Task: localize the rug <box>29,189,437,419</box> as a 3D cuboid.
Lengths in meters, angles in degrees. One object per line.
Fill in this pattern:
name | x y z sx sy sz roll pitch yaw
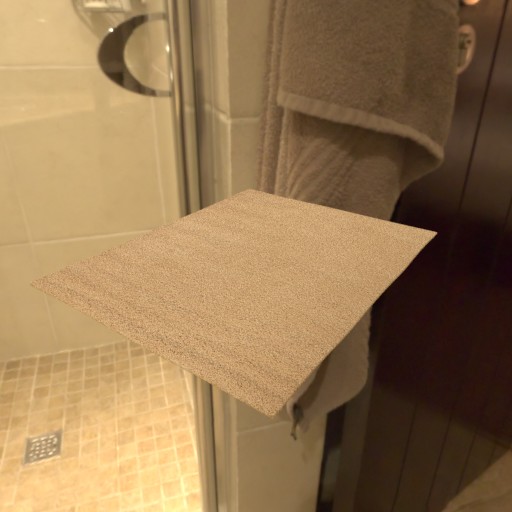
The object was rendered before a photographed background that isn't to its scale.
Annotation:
rug | 0.000 0.000 4.078 2.400 0.026 3.000 18 32 32
